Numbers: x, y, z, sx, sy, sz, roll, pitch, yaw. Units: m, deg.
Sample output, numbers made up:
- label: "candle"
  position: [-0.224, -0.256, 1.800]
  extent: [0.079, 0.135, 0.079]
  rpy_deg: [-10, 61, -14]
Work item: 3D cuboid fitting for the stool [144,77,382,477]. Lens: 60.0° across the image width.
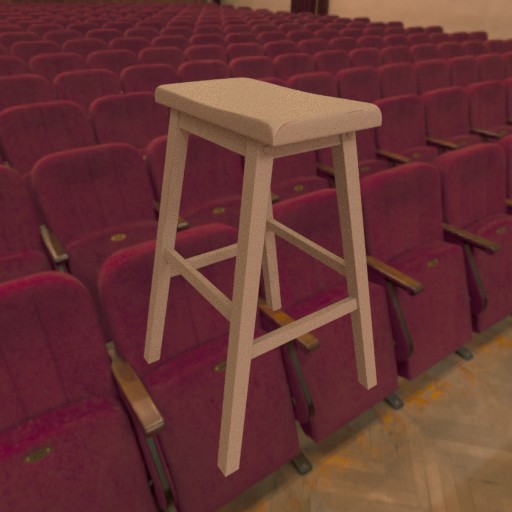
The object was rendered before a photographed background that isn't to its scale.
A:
- label: "stool"
  position: [0.000, 0.000, 1.060]
  extent: [0.476, 0.737, 0.457]
  rpy_deg: [-19, 34, -30]
